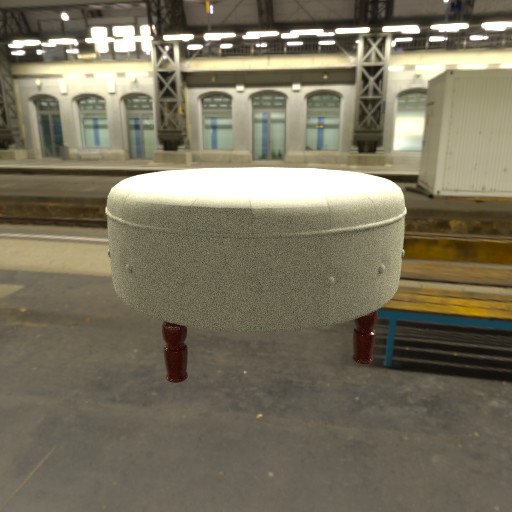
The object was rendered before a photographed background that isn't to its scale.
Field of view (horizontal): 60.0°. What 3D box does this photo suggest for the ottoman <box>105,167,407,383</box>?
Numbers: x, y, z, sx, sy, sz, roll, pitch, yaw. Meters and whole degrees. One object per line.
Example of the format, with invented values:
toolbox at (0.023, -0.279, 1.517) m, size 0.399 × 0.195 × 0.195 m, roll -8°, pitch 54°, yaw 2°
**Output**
ottoman at (0.000, 0.000, 1.358) m, size 0.850 × 0.483 × 0.850 m, roll 0°, pitch 16°, yaw 0°
